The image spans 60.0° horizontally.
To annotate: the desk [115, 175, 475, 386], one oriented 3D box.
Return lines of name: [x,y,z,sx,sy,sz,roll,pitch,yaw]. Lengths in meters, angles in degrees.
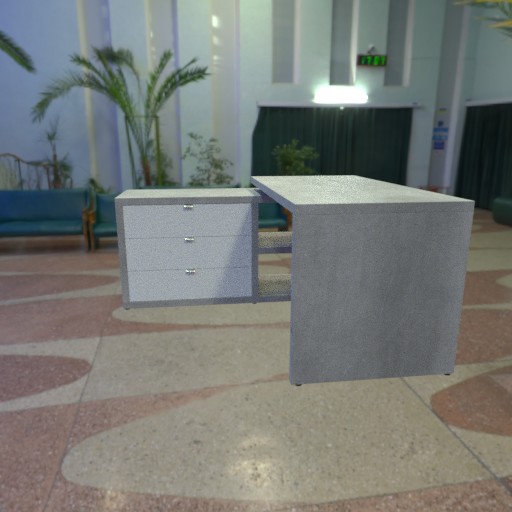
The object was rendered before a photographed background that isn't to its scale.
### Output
desk: [0.000,0.000,2.359,1.500,0.740,1.400,-2,15,-7]
